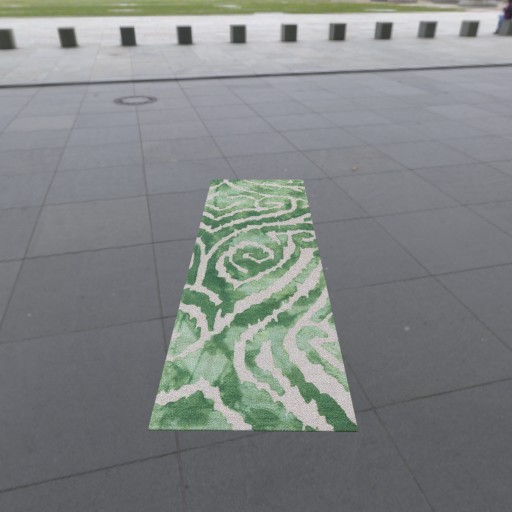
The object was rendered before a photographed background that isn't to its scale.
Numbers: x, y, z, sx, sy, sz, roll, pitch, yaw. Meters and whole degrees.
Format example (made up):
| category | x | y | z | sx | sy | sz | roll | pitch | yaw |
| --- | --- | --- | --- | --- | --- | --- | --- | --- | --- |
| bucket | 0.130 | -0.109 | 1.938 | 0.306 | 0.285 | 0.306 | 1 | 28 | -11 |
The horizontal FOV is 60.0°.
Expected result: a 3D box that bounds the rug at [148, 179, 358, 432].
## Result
| category | x | y | z | sx | sy | sz | roll | pitch | yaw |
| --- | --- | --- | --- | --- | --- | --- | --- | --- | --- |
| rug | 0.000 | 0.000 | 2.647 | 0.761 | 0.006 | 2.438 | 0 | 31 | 0 |
